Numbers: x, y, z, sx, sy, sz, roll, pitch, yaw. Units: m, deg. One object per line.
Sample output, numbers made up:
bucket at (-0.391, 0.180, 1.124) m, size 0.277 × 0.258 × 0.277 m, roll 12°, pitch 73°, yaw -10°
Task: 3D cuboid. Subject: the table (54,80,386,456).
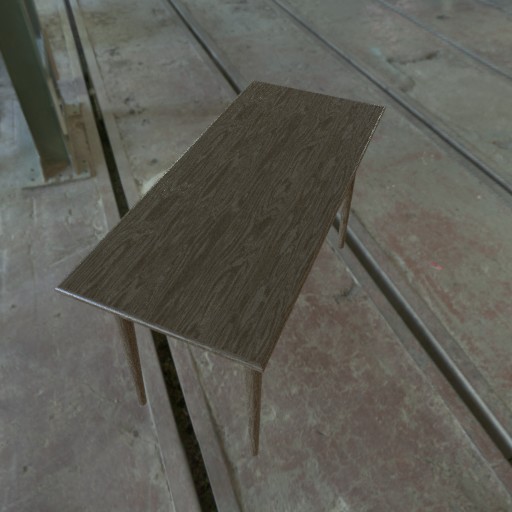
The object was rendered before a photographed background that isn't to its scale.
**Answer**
table at (0.000, 0.000, 1.775) m, size 0.599 × 0.780 × 1.300 m, roll 18°, pitch 49°, yaw 16°
